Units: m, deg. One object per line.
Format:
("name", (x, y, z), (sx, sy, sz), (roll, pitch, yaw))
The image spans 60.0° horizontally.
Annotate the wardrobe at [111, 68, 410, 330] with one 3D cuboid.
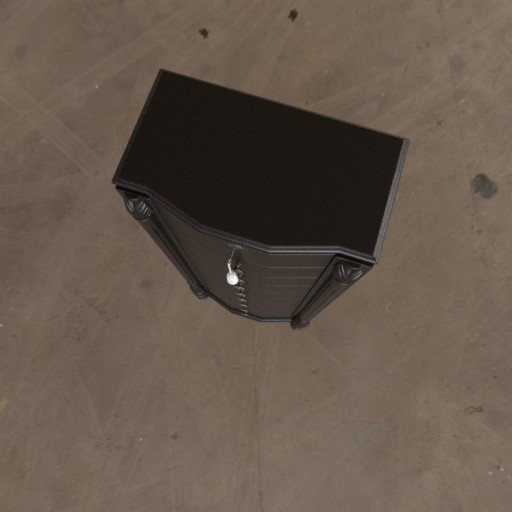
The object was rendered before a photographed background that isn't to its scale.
("wardrobe", (0.000, 0.000, 1.175), (0.444, 1.011, 0.295), (17, 77, 4))
